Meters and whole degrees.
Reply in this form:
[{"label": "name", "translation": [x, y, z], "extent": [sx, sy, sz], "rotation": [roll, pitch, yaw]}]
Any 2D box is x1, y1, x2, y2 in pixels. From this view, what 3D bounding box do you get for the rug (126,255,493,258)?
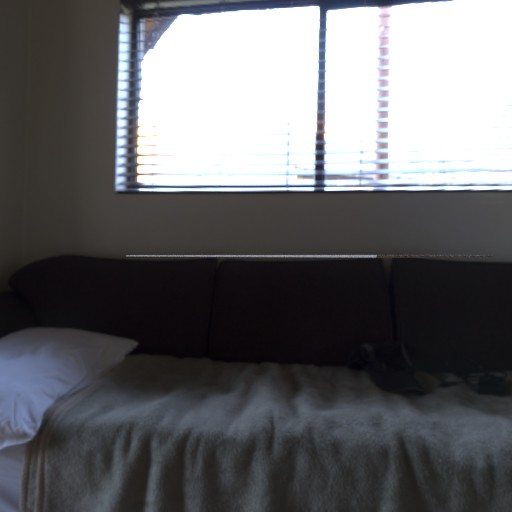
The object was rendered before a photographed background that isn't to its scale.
[{"label": "rug", "translation": [0.000, 0.000, 2.655], "extent": [0.750, 0.009, 2.435], "rotation": [0, 0, -35]}]
